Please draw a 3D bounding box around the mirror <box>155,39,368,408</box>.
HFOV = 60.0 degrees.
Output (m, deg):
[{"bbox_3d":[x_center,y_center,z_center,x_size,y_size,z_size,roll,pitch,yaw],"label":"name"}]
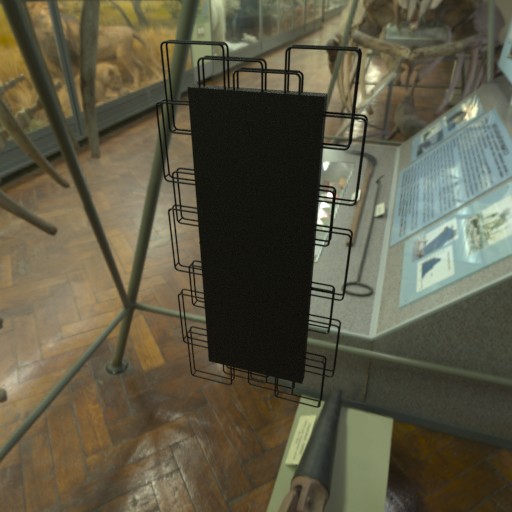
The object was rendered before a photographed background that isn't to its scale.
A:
[{"bbox_3d":[0.000,0.000,1.372,0.565,1.192,0.037,10,33,15],"label":"mirror"}]
